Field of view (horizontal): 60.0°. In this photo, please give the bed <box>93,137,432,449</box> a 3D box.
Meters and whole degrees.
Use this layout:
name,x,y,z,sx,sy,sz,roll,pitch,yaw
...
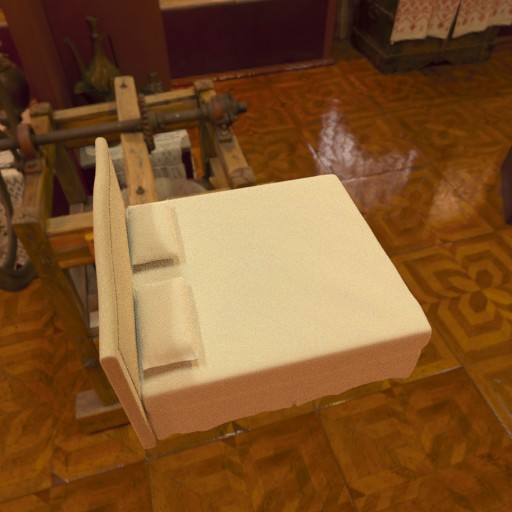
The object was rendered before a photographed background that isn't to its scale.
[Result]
name,x,y,z,sx,sy,sz,roll,pitch,yaw
bed,0.000,0.000,3.534,2.182,1.421,2.083,-11,48,-10
